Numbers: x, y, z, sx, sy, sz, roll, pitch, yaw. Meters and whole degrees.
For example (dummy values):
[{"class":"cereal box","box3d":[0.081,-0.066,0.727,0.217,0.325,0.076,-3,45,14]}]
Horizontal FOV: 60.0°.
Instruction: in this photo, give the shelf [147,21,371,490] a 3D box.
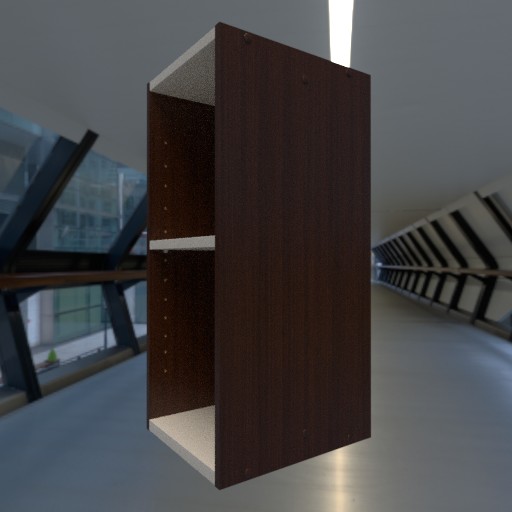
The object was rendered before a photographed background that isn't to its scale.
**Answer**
[{"class":"shelf","box3d":[0.000,0.000,0.753,0.290,0.600,0.253,0,0,-35]}]
